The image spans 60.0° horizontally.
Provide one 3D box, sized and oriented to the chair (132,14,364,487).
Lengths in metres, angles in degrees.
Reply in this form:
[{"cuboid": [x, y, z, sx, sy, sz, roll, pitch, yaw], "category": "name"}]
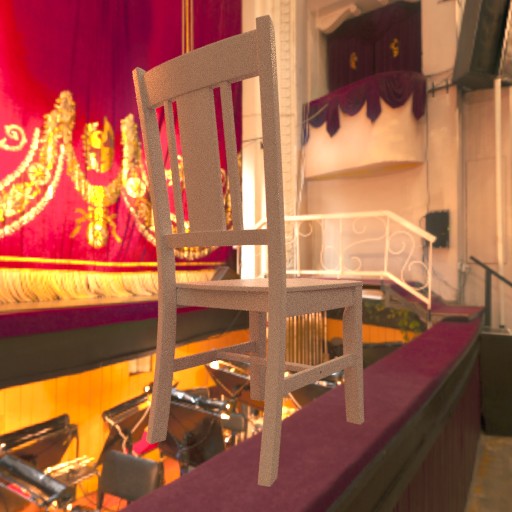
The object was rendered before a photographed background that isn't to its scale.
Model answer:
[{"cuboid": [0.000, 0.000, 1.252, 0.450, 0.998, 0.555, -1, -1, 37], "category": "chair"}]
